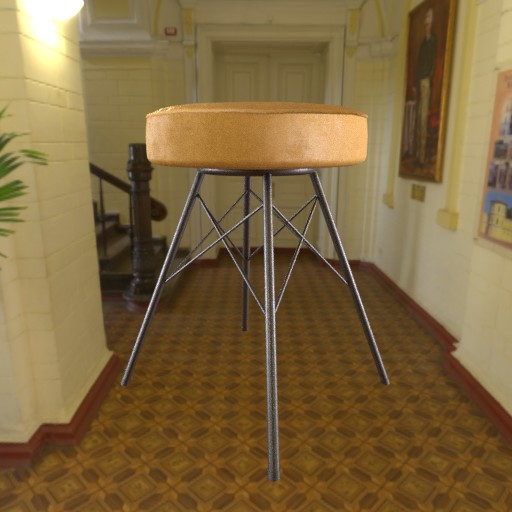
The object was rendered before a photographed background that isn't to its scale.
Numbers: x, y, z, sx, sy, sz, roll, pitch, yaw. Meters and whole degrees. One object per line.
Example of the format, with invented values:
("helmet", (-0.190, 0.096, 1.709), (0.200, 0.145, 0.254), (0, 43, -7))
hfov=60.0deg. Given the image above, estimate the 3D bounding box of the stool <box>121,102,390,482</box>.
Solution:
("stool", (0.000, 0.000, 0.936), (0.472, 0.595, 0.438), (13, 20, 42))
